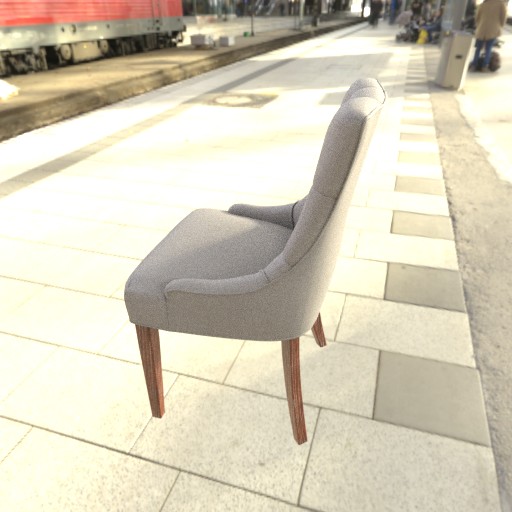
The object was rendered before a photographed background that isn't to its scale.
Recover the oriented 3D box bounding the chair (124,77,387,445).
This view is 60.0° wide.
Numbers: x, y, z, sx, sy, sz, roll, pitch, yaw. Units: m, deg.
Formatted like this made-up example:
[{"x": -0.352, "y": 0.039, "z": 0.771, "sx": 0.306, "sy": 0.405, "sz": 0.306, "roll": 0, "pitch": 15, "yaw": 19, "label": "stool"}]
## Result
[{"x": 0.000, "y": 0.000, "z": 1.194, "sx": 0.565, "sy": 0.874, "sz": 0.509, "roll": 8, "pitch": 31, "yaw": 13, "label": "chair"}]
